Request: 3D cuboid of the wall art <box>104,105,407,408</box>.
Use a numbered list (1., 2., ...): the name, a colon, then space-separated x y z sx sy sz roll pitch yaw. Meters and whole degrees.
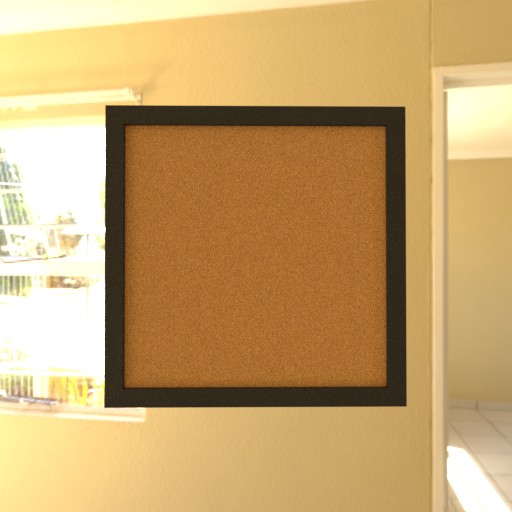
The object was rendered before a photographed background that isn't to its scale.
1. wall art: 0.000 0.000 1.513 1.016 1.016 0.038 0 -1 -1
